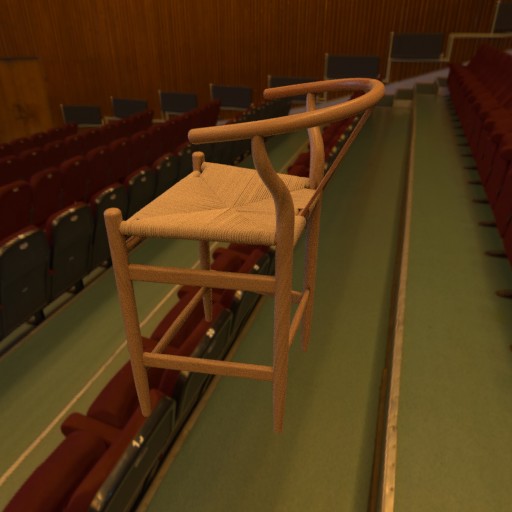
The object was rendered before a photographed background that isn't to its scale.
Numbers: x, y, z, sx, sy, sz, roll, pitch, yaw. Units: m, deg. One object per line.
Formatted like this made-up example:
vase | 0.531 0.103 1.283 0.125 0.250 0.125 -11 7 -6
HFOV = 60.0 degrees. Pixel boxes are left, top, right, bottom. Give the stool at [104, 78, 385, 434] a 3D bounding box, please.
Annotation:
stool | 0.000 0.000 1.238 0.575 0.923 0.536 9 30 15
